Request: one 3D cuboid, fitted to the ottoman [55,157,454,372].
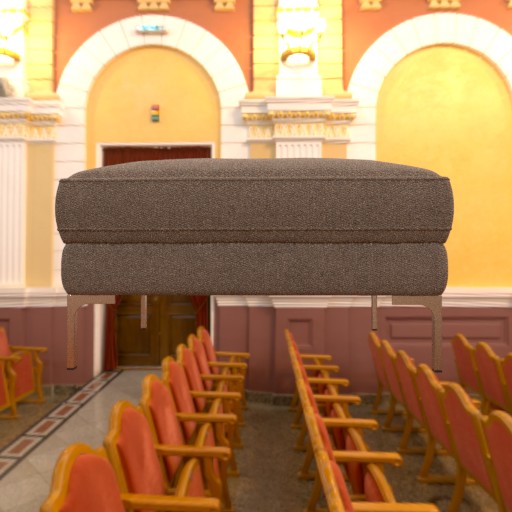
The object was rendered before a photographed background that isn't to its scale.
[{"bbox_3d":[0.000,0.000,1.152,0.785,0.464,0.583,0,-1,2],"label":"ottoman"}]
